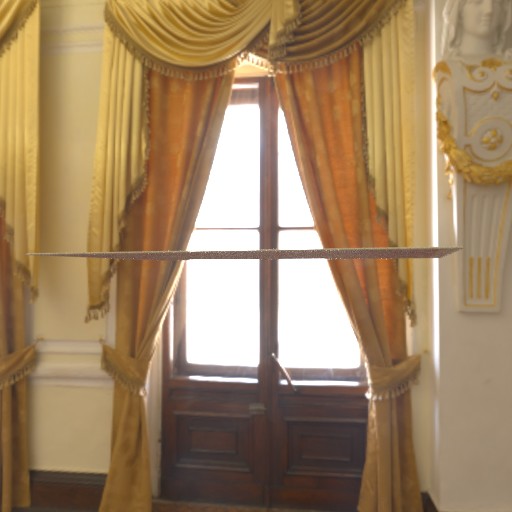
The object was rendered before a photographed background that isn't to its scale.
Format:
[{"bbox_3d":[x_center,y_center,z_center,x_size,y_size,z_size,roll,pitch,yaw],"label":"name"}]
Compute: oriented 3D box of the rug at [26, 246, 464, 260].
[{"bbox_3d":[0.000,0.000,1.079,0.868,0.004,0.556,-1,-2,19],"label":"rug"}]
